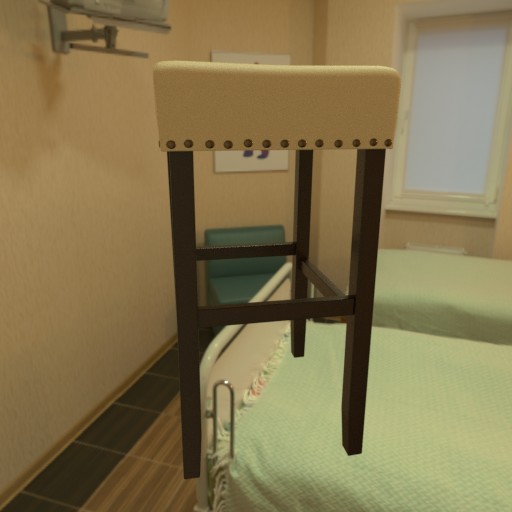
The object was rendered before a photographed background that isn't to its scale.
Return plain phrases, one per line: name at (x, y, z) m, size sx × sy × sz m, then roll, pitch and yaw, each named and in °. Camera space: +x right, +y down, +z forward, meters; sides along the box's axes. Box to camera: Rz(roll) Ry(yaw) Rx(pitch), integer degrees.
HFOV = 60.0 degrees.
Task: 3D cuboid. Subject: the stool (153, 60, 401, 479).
stool at (0.000, 0.000, 1.004) m, size 0.401 × 0.762 × 0.471 m, roll -3°, pitch 17°, yaw -11°
